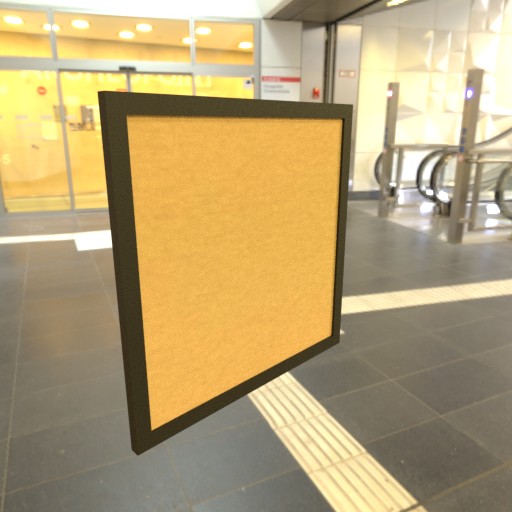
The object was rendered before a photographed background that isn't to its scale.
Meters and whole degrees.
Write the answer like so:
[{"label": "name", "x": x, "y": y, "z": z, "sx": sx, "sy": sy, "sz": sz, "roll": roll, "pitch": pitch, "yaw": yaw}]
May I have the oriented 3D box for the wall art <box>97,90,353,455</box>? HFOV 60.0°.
[{"label": "wall art", "x": 0.000, "y": 0.000, "z": 0.533, "sx": 0.356, "sy": 0.356, "sz": 0.013, "roll": -15, "pitch": 22, "yaw": -42}]
